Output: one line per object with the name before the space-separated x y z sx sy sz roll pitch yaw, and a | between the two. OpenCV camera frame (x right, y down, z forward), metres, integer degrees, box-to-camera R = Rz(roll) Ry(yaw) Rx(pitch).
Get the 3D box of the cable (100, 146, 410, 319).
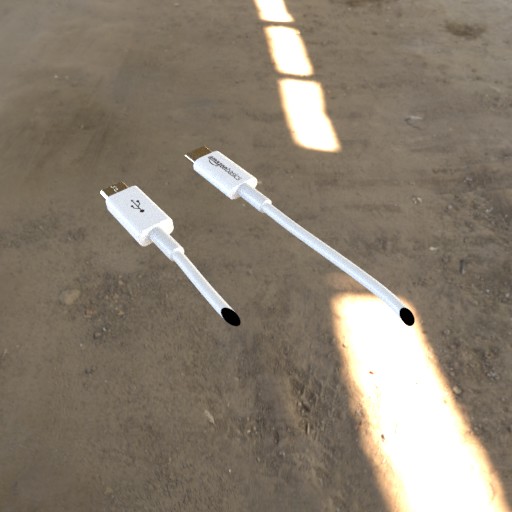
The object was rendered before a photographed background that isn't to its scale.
cable | 0.000 0.000 0.113 0.040 0.006 0.098 -31 54 -26
